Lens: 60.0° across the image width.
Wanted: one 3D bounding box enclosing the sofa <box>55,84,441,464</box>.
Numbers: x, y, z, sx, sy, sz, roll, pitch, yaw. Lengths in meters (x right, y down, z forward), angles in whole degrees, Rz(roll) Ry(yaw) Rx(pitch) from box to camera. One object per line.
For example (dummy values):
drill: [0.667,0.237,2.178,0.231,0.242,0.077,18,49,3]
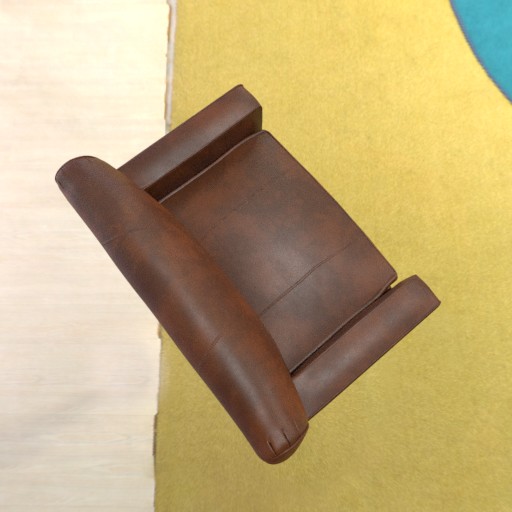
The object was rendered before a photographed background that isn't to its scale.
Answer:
sofa: [0.000,0.000,2.082,1.000,0.956,1.413,-38,79,-9]
